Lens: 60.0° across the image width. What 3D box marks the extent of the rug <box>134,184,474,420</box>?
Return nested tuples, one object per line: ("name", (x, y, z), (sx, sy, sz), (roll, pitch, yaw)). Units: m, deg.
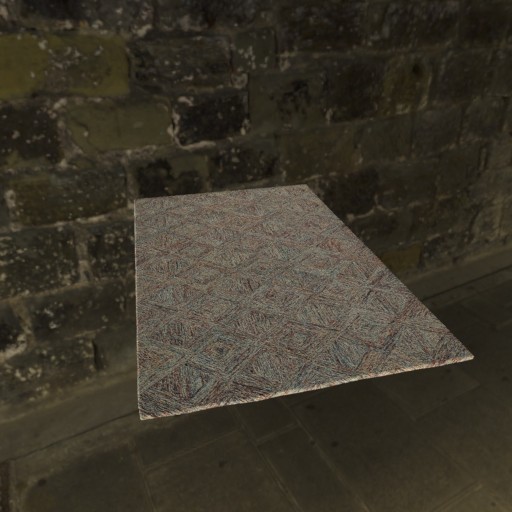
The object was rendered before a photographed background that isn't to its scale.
("rug", (0.000, 0.000, 2.159), (1.143, 0.014, 1.761), (-7, 30, -12))
